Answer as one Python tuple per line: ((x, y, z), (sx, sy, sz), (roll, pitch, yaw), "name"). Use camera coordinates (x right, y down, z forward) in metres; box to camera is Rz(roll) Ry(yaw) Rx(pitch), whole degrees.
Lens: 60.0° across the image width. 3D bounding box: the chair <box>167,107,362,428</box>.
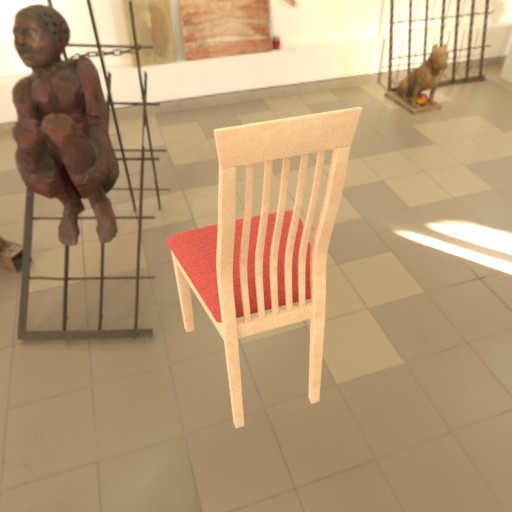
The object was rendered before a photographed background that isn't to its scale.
((0.000, 0.000, 1.294), (0.460, 1.027, 0.474), (-13, 44, -14), "chair")
